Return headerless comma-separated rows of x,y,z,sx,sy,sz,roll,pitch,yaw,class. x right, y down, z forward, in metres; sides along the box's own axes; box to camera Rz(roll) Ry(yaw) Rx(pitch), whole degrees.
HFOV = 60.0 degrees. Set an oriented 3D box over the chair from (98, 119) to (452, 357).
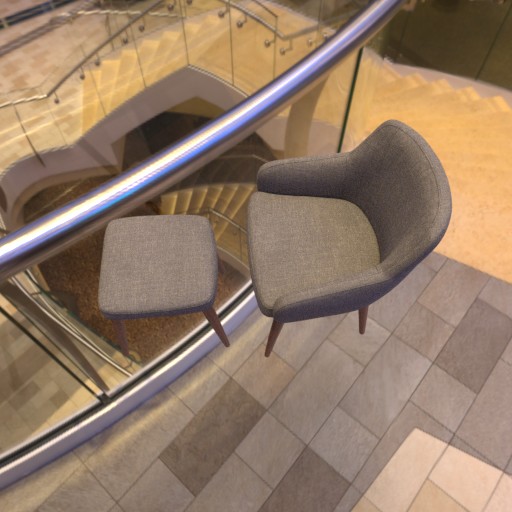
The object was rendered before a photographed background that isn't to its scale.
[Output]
0.000,0.000,1.587,1.107,0.799,0.584,-4,58,-3,chair
